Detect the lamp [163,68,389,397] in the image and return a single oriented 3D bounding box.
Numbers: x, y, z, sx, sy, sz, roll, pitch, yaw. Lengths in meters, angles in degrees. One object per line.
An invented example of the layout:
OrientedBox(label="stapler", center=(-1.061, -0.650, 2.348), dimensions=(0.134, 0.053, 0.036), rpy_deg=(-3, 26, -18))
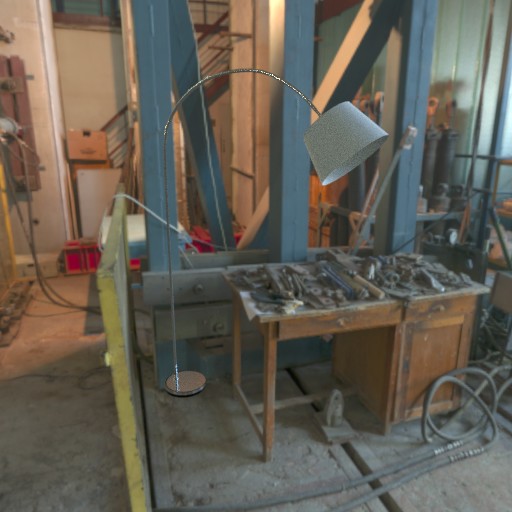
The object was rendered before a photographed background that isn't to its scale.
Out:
OrientedBox(label="lamp", center=(0.000, 0.000, 2.657), dimensions=(1.445, 2.098, 0.406), rpy_deg=(8, 17, 27))
